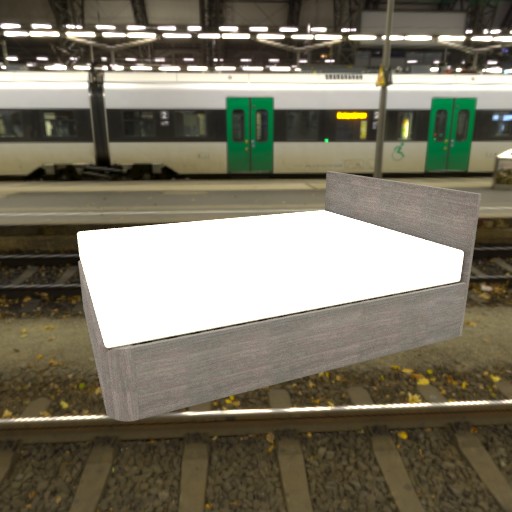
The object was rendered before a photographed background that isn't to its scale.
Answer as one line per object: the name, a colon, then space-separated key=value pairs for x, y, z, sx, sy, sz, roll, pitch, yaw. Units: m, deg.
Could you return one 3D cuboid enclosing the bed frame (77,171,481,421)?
bed frame: x=0.000 y=0.000 z=2.611 sx=1.900 sy=0.800 sz=1.400 roll=-7 pitch=18 yaw=-24
